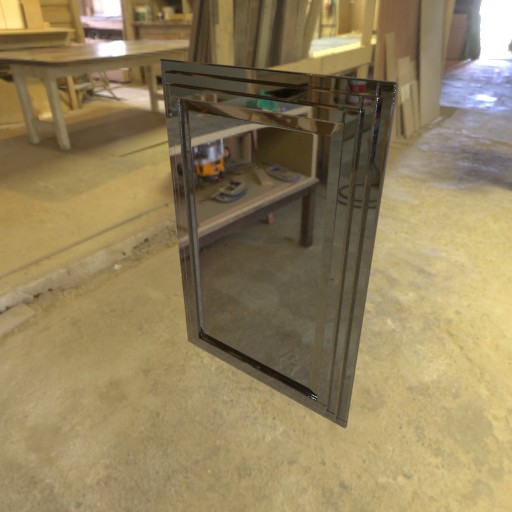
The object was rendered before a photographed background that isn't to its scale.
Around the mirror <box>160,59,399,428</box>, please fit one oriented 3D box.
[{"bbox_3d":[0.000,0.000,1.169,0.613,0.914,0.039,21,36,31],"label":"mirror"}]
